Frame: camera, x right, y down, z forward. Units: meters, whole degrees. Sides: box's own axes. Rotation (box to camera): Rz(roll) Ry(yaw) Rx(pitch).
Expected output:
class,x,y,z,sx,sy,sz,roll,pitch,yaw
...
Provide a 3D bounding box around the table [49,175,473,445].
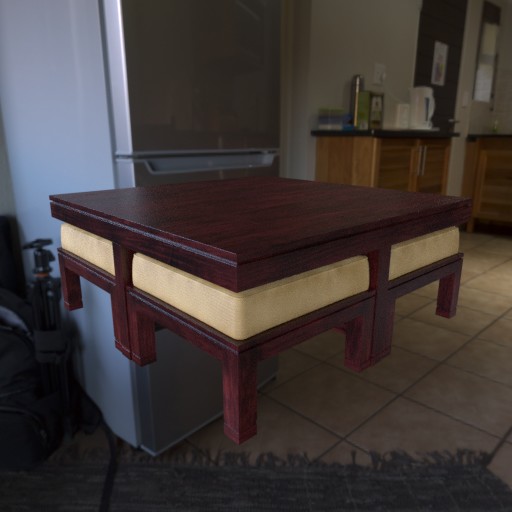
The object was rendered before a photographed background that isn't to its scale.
class,x,y,z,sx,sy,sz,roll,pitch,yaw
table,0.000,0.000,1.326,0.865,0.356,0.865,-14,21,-40
